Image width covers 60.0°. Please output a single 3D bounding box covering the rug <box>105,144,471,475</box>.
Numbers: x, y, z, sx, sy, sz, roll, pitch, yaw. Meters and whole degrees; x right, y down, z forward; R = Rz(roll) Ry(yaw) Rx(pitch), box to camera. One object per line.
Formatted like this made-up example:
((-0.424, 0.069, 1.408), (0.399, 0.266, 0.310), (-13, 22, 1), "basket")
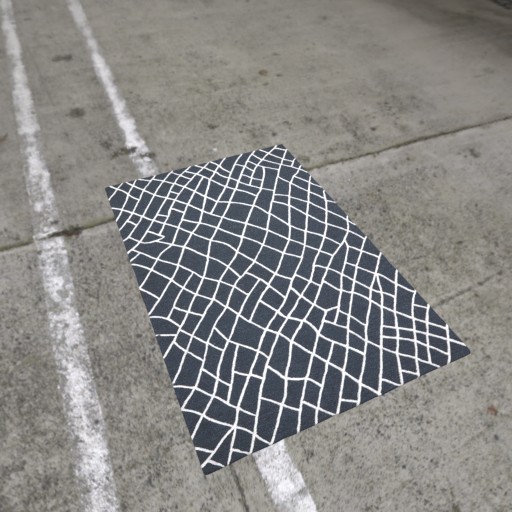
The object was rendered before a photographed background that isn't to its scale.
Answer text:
((0.000, 0.000, 2.315), (1.223, 0.013, 1.830), (-18, 48, -17), "rug")
